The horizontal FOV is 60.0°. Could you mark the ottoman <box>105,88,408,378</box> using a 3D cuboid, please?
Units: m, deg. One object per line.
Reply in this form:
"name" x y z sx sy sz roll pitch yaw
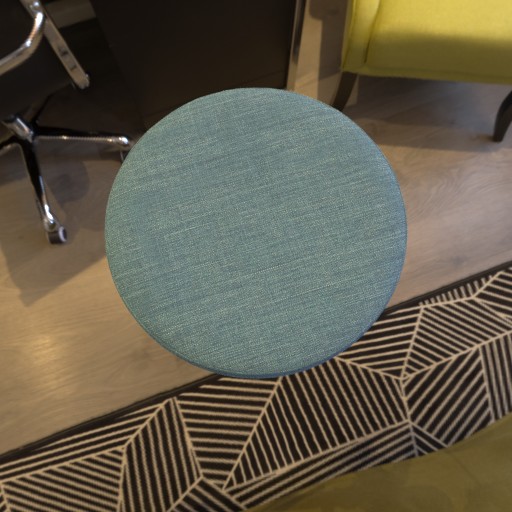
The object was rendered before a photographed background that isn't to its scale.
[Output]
"ottoman" 0.000 0.000 0.751 0.398 0.406 0.398 0 75 0
